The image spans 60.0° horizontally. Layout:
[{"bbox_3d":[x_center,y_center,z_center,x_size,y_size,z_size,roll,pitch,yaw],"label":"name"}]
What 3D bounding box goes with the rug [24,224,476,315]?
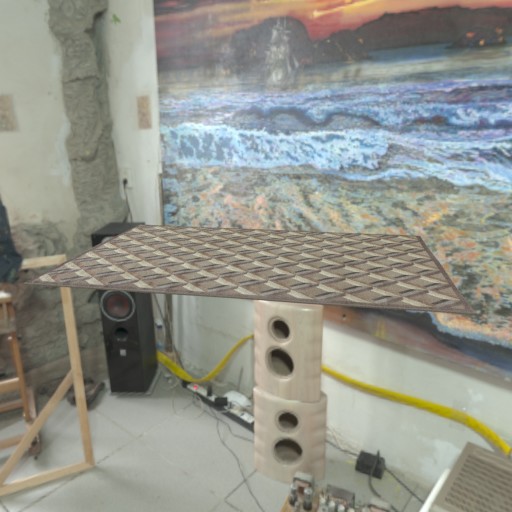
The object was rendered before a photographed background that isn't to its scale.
[{"bbox_3d":[0.000,0.000,2.110,1.677,0.011,1.066,3,17,10],"label":"rug"}]
